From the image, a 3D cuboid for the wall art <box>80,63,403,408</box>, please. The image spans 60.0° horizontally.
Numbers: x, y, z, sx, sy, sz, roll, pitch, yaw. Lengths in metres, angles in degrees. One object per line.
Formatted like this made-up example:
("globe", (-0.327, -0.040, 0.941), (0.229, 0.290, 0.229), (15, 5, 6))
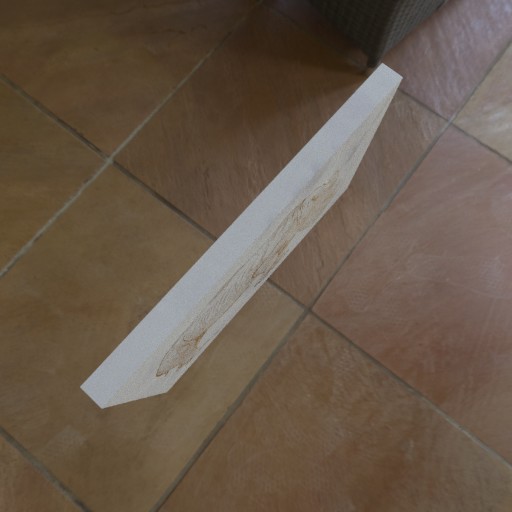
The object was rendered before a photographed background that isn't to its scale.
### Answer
("wall art", (0.000, 0.000, 0.790), (0.038, 0.407, 0.609), (40, 79, 9))
